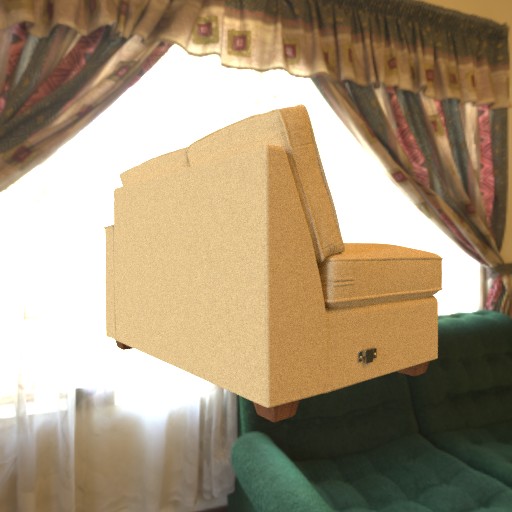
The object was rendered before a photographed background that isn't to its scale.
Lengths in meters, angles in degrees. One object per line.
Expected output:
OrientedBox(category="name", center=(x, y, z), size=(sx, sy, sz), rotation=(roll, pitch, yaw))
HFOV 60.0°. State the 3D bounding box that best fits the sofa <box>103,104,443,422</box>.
OrientedBox(category="sofa", center=(0.000, 0.000, 2.108), size=(0.991, 0.989, 1.388), rotation=(-1, 1, -38))
